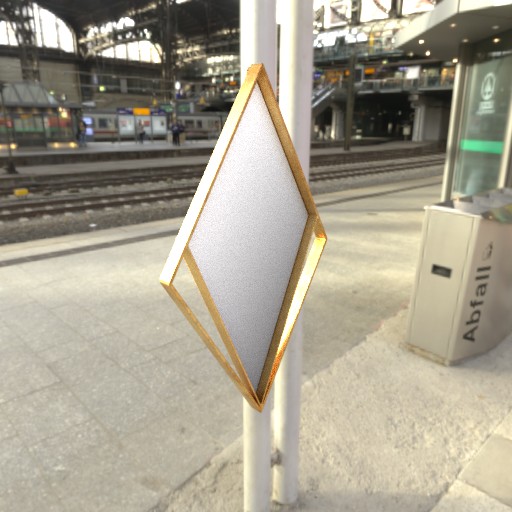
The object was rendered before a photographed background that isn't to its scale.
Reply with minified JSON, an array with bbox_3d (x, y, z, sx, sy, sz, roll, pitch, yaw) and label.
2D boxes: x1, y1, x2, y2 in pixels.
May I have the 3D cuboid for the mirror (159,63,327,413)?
[{"bbox_3d":[0.000,0.000,0.847,0.032,0.679,0.419,15,22,42],"label":"mirror"}]
